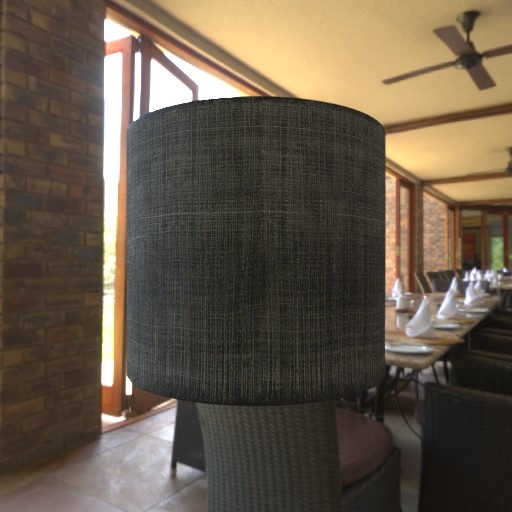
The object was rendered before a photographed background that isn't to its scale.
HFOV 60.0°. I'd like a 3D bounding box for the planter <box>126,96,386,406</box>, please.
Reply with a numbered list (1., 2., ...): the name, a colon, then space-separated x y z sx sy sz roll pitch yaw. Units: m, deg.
1. planter: 0.000 0.000 0.392 0.221 0.201 0.221 0 -1 0
